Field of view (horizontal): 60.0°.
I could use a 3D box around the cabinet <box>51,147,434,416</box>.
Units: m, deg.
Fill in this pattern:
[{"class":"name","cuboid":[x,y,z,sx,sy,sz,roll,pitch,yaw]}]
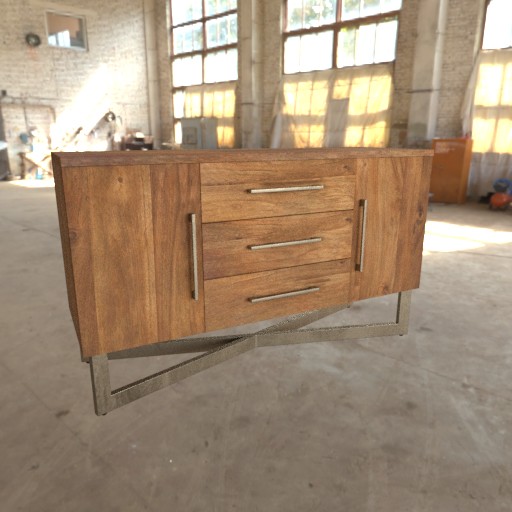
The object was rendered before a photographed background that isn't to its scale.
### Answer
[{"class":"cabinet","cuboid":[0.000,0.000,1.755,1.373,0.812,0.480,-8,17,-26]}]
